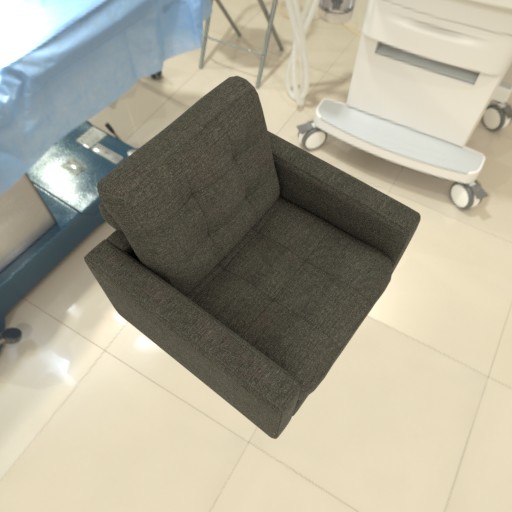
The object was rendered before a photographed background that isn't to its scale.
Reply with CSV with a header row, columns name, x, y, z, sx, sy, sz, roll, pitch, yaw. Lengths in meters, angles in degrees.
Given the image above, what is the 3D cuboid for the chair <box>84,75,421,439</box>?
name,x,y,z,sx,sy,sz,roll,pitch,yaw
chair,0.000,0.000,1.553,0.843,0.880,0.821,33,64,19
